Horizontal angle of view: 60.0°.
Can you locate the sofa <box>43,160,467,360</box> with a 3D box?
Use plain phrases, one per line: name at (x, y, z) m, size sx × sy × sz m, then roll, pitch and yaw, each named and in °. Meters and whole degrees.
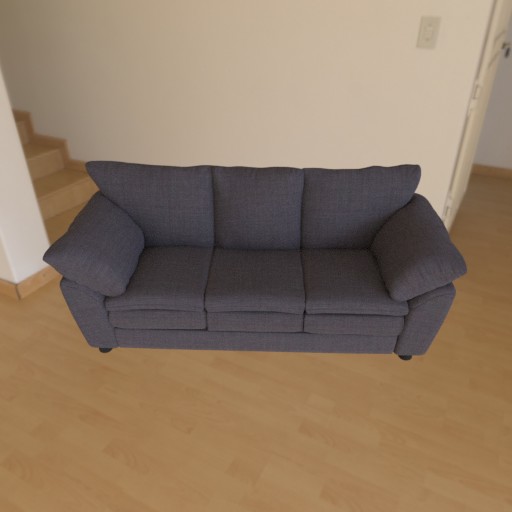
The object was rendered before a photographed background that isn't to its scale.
sofa at (0.000, 0.000, 2.857) m, size 2.336 × 1.080 × 0.883 m, roll 1°, pitch 31°, yaw 2°
